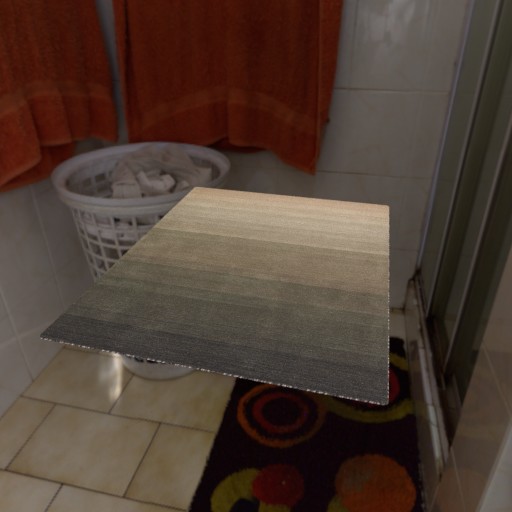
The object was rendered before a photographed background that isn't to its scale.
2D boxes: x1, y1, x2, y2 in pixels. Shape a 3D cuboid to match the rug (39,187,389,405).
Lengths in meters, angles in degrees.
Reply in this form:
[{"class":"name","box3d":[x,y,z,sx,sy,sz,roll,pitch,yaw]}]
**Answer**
[{"class":"rug","box3d":[0.000,0.000,3.963,2.305,0.017,2.902,7,31,13]}]
